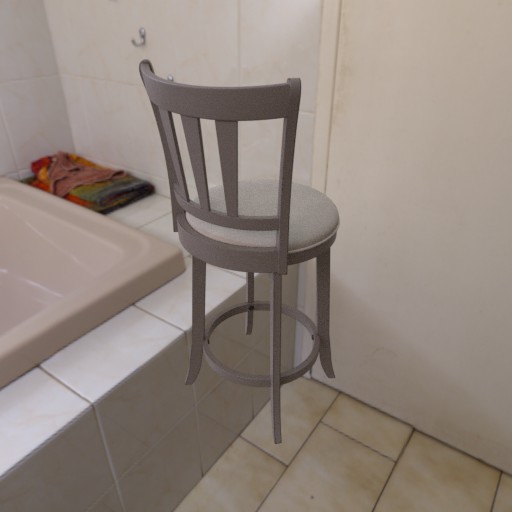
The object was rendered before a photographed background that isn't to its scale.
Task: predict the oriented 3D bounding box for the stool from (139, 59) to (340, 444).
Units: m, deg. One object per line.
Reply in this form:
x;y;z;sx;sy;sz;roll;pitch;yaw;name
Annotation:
0.000;0.000;1.256;0.436;1.023;0.475;22;37;32;stool
